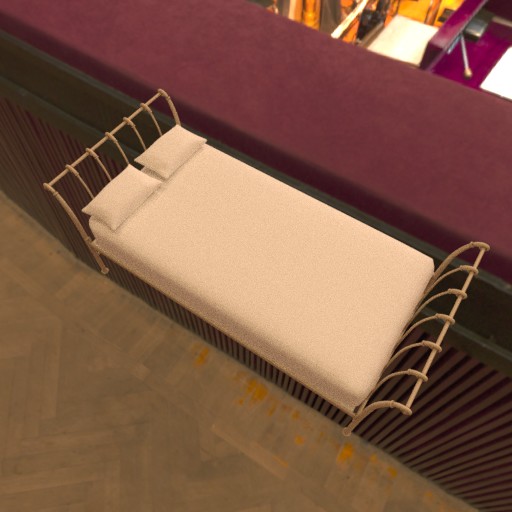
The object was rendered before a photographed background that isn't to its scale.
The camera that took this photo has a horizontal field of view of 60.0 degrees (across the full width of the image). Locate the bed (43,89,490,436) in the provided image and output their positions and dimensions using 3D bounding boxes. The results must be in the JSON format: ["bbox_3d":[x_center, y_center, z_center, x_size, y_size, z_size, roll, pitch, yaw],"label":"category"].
[{"bbox_3d":[0.000,0.000,2.740,2.228,0.873,1.032,30,63,17],"label":"bed"}]
